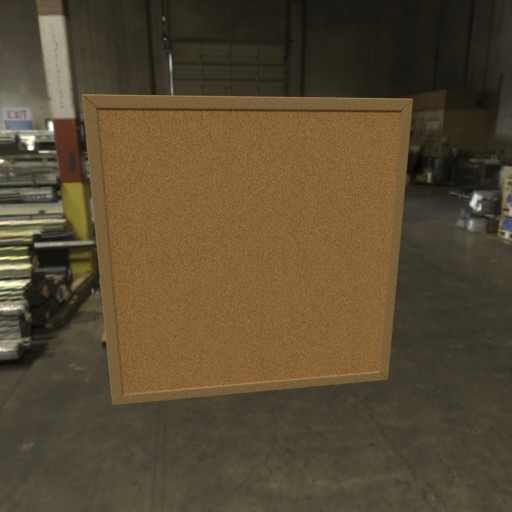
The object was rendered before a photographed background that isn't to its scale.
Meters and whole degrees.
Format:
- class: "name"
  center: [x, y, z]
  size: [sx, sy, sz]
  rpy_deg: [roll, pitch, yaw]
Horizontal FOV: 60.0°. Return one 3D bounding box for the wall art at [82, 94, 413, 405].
- class: "wall art"
  center: [0.000, 0.000, 1.127]
  size: [0.761, 0.761, 0.037]
  rpy_deg: [-3, 16, -9]
